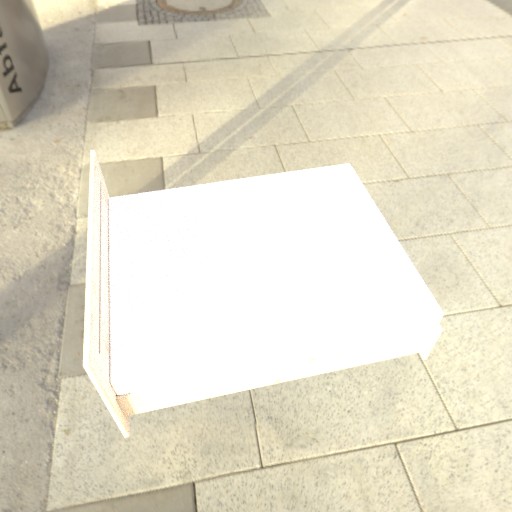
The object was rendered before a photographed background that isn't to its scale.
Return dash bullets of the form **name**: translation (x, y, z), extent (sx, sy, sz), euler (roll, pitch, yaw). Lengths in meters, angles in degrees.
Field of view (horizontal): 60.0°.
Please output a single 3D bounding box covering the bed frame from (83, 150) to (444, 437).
- **bed frame**: translation (0.000, 0.000, 3.157), extent (2.080, 0.900, 1.800), euler (-10, 48, -9)
